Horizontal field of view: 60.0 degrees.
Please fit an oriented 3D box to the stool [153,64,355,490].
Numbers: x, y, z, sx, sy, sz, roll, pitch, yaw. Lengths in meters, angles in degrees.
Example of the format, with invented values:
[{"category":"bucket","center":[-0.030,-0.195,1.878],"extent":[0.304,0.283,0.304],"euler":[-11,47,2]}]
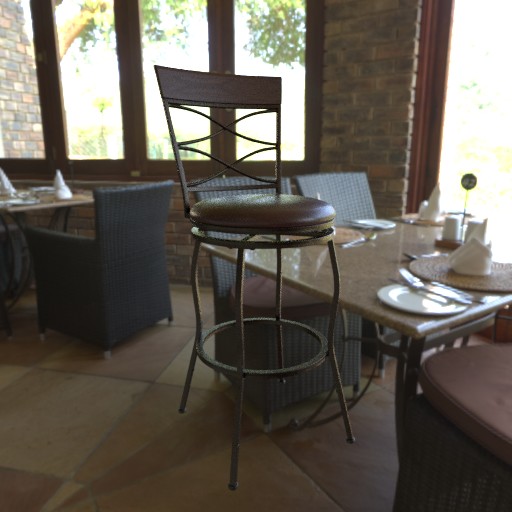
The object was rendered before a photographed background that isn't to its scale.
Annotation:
[{"category":"stool","center":[0.000,0.000,1.363],"extent":[0.448,1.130,0.513],"euler":[-7,15,-28]}]
